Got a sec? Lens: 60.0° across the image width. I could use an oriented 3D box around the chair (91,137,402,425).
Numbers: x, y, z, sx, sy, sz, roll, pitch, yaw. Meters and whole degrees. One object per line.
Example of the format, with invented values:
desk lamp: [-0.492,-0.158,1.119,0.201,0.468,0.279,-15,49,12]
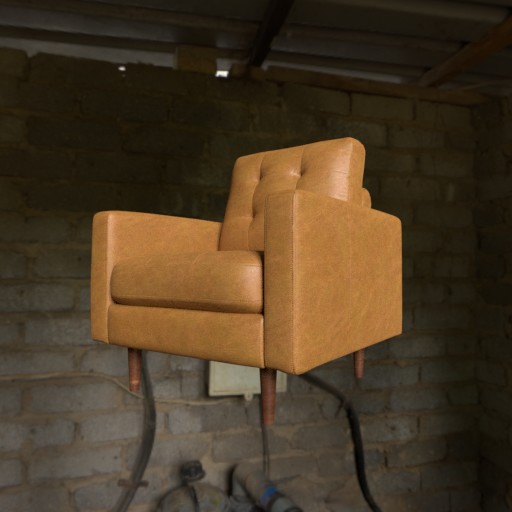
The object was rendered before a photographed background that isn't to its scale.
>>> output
chair: [0.000,0.000,1.590,0.831,0.896,0.868,-1,-2,35]
